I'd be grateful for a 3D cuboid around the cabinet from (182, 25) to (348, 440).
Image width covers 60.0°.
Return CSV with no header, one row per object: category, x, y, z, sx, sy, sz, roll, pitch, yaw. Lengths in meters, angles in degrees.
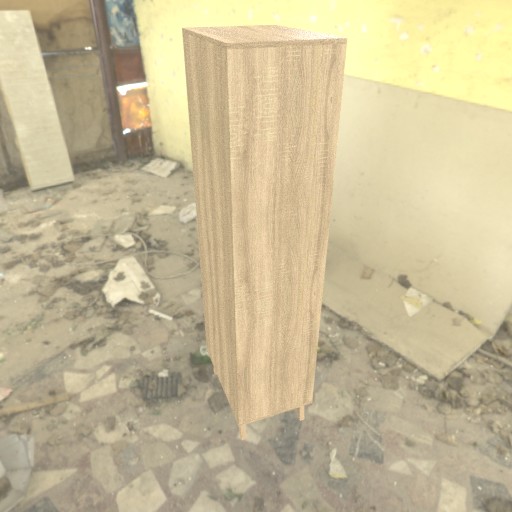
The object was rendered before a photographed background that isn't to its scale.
cabinet,0.000,0.000,2.046,0.400,1.850,0.570,-11,33,-18
